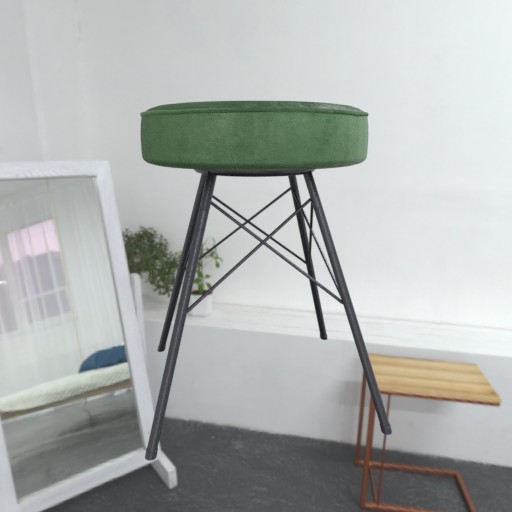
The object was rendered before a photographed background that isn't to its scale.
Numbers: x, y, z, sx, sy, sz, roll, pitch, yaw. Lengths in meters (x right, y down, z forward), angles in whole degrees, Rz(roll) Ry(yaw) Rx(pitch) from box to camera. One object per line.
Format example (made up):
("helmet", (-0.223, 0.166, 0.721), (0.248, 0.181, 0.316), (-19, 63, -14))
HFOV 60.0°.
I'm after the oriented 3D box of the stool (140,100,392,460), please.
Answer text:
("stool", (0.000, 0.000, 0.921), (0.457, 0.595, 0.430), (-2, 16, -9))
